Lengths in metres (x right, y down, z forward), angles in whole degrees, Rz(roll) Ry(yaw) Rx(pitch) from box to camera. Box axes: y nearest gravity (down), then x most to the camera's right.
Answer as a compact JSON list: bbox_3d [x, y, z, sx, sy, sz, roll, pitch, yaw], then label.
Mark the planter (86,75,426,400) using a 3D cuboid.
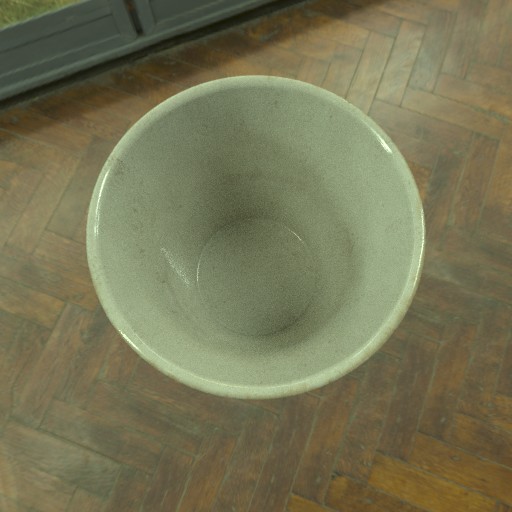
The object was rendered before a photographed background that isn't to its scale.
[{"bbox_3d":[0.000,0.000,0.215,0.126,0.104,0.126,0,76,0],"label":"planter"}]
